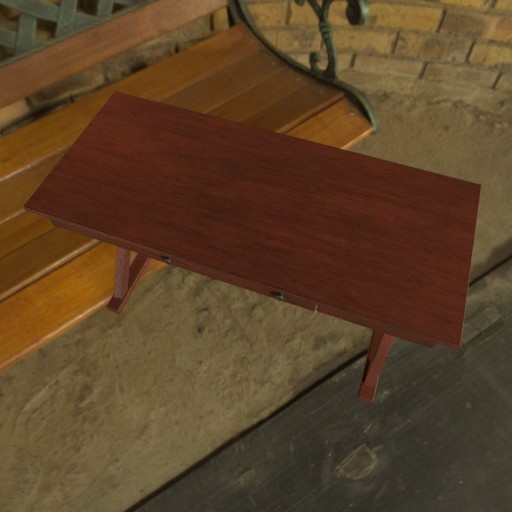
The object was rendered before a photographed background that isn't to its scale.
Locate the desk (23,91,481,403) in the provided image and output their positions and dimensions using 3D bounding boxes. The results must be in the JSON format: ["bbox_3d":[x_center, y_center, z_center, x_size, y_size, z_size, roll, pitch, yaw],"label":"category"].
[{"bbox_3d":[0.000,0.000,1.768,1.372,0.761,0.600,17,60,10],"label":"desk"}]
